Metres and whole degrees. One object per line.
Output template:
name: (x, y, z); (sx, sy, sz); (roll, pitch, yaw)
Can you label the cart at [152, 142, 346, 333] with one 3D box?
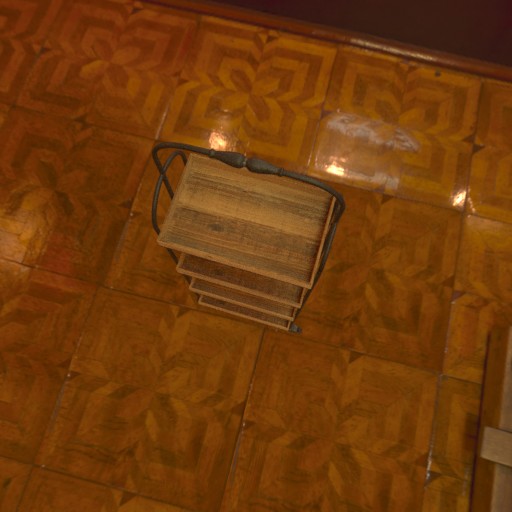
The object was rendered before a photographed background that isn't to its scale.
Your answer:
cart: (0.000, 0.000, 1.712); (0.581, 1.481, 0.308); (16, 74, 5)
